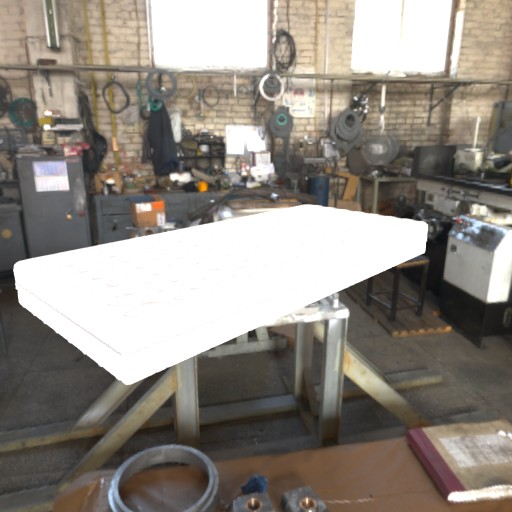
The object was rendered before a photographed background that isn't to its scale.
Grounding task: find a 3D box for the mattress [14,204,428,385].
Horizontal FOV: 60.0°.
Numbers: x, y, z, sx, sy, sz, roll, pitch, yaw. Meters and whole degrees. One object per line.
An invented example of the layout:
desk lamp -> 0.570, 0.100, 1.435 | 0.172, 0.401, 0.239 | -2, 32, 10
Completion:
mattress -> 0.000, 0.000, 2.253 | 0.900, 0.200, 2.000 | 16, 23, 42
